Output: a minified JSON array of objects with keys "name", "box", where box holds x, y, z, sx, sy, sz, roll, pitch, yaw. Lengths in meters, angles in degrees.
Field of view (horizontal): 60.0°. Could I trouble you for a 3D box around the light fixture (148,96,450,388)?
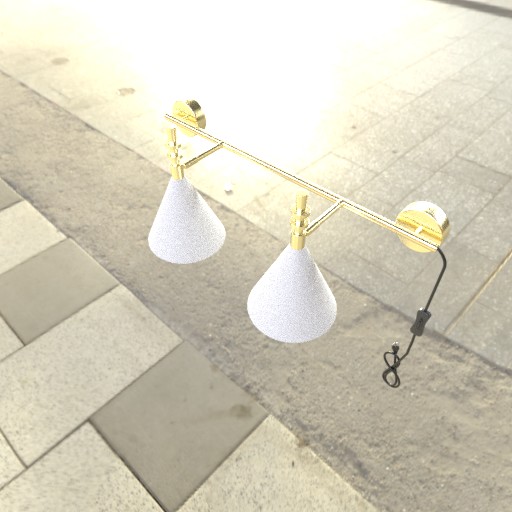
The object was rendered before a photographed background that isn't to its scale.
[{"name":"light fixture","box":[0.000,0.000,0.852,0.642,0.468,0.239,32,53,28]}]
